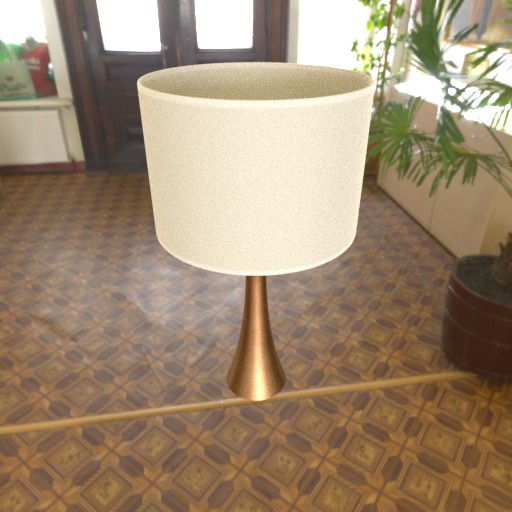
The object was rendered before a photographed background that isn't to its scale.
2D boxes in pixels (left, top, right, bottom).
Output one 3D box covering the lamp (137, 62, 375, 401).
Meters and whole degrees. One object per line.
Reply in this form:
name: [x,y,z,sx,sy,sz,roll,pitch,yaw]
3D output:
lamp: [0.000,0.000,0.632,0.268,0.479,0.268,20,36,30]
